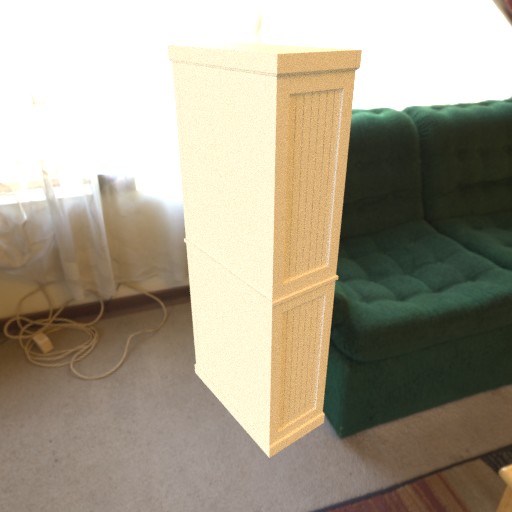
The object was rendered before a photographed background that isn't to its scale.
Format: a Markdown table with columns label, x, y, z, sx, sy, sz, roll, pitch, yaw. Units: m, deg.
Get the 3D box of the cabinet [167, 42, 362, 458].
| label | x | y | z | sx | sy | sz | roll | pitch | yaw |
| --- | --- | --- | --- | --- | --- | --- | --- | --- | --- |
| cabinet | 0.000 | 0.000 | 2.140 | 0.390 | 1.829 | 0.754 | -19 | 33 | -31 |
